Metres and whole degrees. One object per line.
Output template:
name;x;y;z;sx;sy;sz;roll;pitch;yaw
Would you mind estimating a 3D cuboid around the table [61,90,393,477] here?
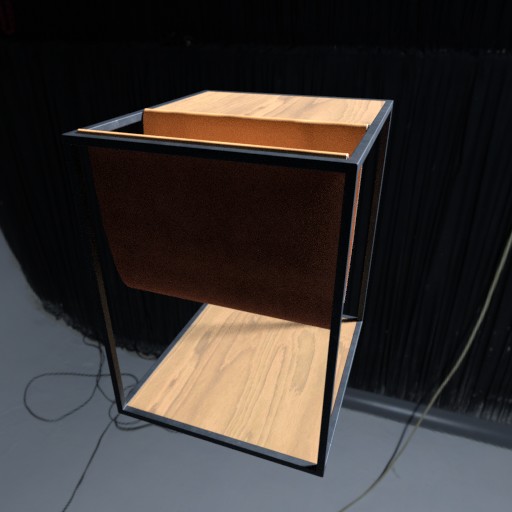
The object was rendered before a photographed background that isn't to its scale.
table;0.000;0.000;0.851;0.399;0.536;0.450;10;30;18
